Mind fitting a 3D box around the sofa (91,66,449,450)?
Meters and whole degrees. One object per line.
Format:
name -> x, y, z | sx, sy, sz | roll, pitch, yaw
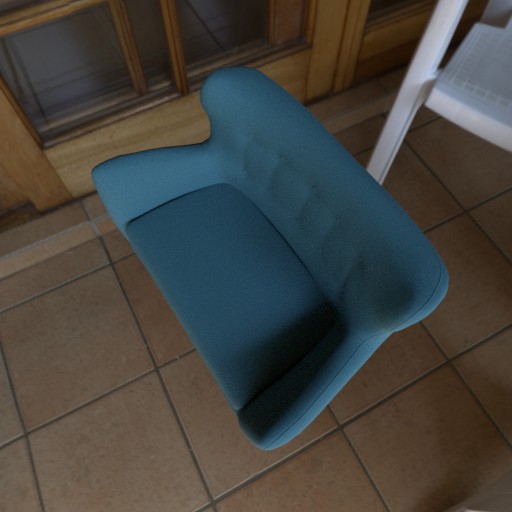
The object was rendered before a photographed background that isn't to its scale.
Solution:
sofa -> 0.000, 0.000, 1.957 | 0.889, 0.889, 1.397 | -31, 67, -14
